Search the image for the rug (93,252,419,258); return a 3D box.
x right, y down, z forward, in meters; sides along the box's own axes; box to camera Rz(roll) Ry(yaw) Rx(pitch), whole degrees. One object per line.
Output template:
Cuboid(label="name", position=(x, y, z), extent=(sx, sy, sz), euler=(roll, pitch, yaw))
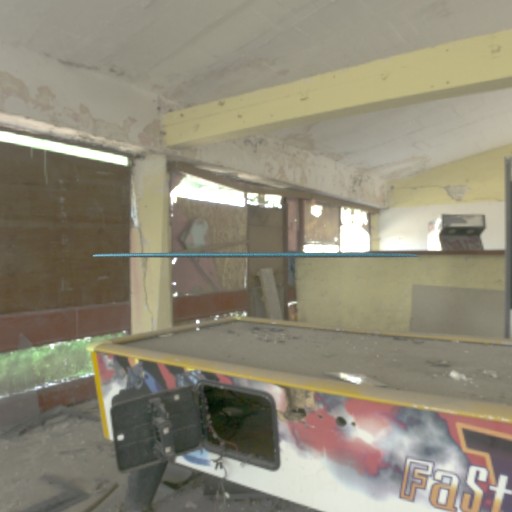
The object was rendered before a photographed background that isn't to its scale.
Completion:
Cuboid(label="rug", position=(0.000, 0.000, 2.307), extent=(1.593, 0.012, 1.593), euler=(0, 0, 0))
